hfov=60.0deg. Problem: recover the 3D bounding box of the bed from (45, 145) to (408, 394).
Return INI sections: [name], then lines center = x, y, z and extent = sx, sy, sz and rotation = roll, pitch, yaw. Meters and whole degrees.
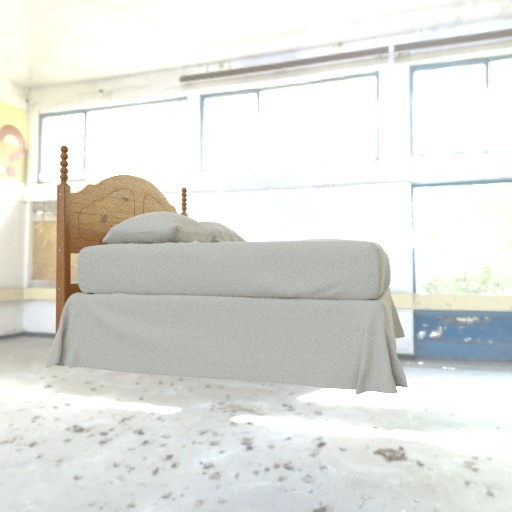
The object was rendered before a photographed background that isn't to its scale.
[bed]
center = 0.000, 0.000, 3.187
extent = 2.040, 1.356, 1.873
rotation = 0, -1, 18
